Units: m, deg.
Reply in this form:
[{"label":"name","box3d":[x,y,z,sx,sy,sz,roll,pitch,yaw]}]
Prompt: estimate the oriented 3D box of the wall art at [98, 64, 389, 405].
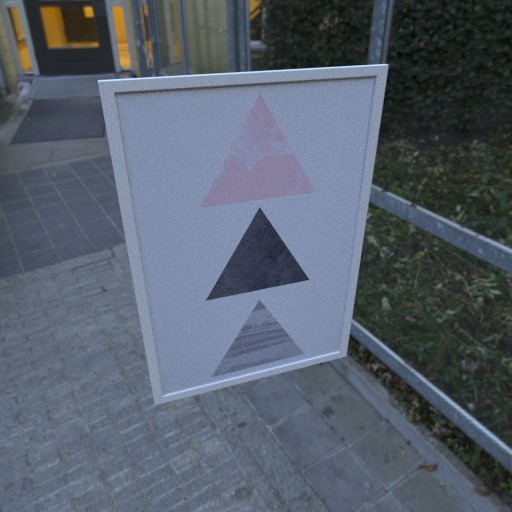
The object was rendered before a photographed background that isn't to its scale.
[{"label":"wall art","box3d":[0.000,0.000,1.210,0.659,0.940,0.013,-10,33,-16]}]
